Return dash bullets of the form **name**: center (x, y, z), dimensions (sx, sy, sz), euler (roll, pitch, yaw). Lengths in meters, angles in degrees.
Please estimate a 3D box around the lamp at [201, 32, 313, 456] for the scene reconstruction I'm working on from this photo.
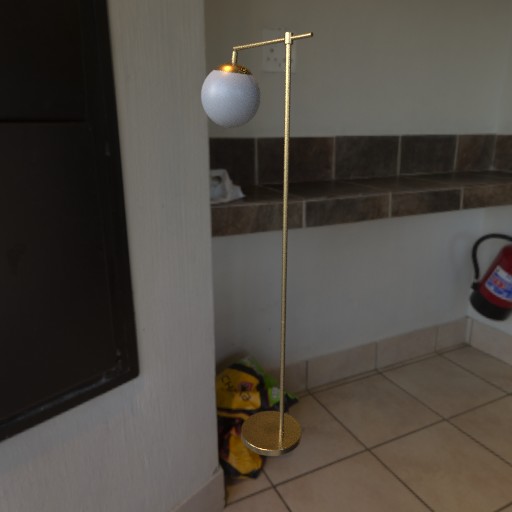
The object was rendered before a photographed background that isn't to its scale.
- **lamp**: center (0.000, 0.000, 1.689), dimensions (0.249, 1.505, 0.476), euler (-15, 22, -43)
